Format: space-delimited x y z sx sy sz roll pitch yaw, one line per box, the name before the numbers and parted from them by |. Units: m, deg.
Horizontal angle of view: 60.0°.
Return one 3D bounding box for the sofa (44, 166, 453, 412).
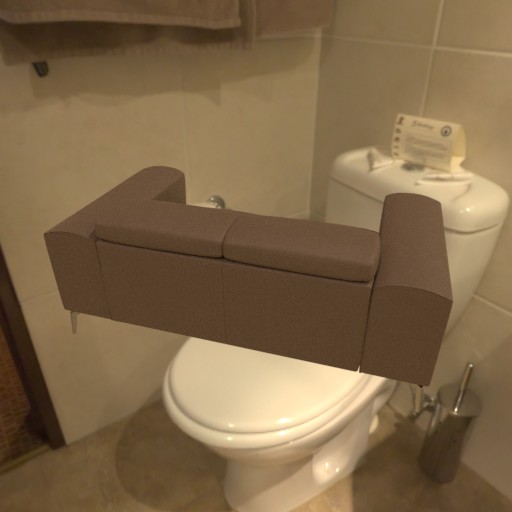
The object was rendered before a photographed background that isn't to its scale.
sofa | 0.000 0.000 2.430 1.895 0.779 1.003 9 32 15
